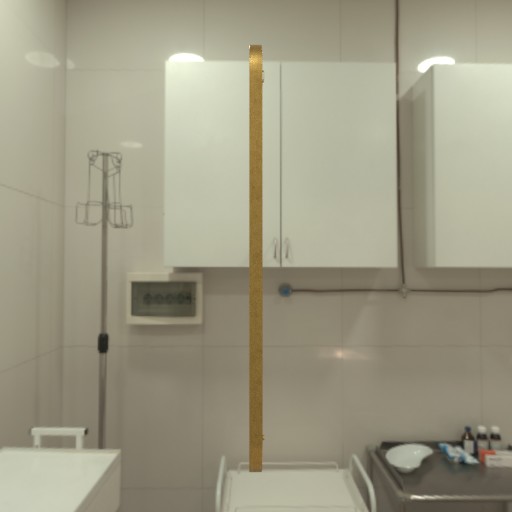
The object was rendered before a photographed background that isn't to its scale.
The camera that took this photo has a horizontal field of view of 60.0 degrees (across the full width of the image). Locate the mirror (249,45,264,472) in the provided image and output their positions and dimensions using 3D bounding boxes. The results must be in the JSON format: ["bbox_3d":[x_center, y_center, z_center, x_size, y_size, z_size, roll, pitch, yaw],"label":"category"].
[{"bbox_3d":[0.000,0.000,1.055,0.032,0.991,0.222,0,-2,-1],"label":"mirror"}]
